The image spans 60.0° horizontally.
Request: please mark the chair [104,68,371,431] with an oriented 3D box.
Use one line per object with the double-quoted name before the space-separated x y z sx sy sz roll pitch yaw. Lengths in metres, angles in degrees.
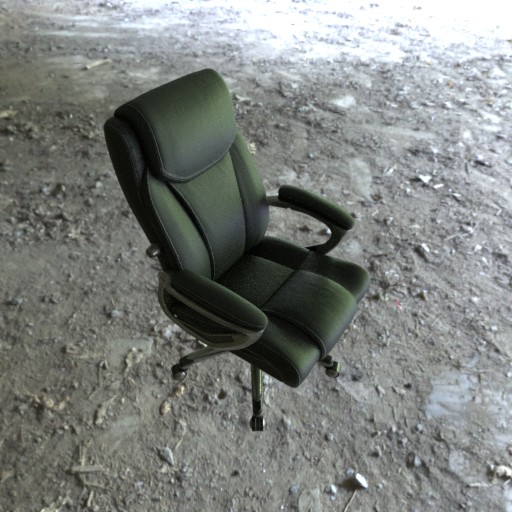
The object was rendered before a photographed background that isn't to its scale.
"chair" 0.000 0.000 1.656 0.784 1.167 0.741 25 47 26
